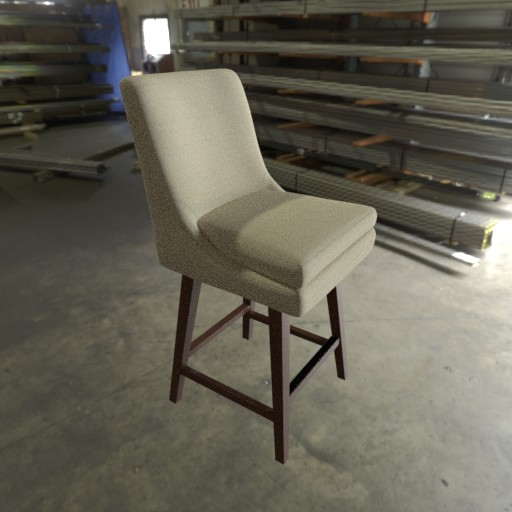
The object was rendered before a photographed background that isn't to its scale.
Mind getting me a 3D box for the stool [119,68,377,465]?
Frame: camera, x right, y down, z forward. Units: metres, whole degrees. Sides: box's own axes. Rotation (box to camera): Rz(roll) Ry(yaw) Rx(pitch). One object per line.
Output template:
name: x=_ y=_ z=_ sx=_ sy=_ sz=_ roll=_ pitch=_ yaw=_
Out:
stool: x=0.000 y=0.000 z=1.307 sx=0.559 sy=0.991 sz=0.483 roll=17 pitch=31 yaw=30
